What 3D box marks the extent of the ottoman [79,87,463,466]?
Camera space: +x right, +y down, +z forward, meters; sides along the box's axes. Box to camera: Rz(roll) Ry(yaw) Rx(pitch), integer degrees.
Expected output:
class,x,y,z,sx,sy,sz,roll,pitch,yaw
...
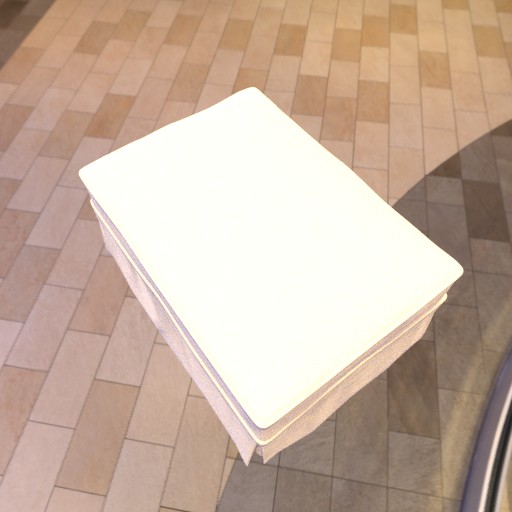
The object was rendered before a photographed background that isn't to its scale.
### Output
class,x,y,z,sx,sy,sz,roll,pitch,yaw
ottoman,0.000,0.000,1.348,0.703,0.479,0.944,-32,63,-19
